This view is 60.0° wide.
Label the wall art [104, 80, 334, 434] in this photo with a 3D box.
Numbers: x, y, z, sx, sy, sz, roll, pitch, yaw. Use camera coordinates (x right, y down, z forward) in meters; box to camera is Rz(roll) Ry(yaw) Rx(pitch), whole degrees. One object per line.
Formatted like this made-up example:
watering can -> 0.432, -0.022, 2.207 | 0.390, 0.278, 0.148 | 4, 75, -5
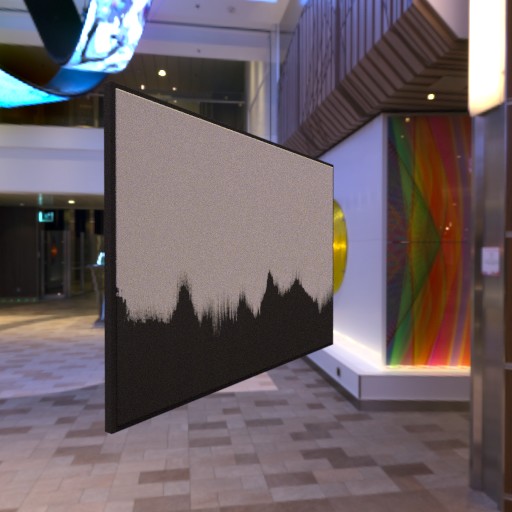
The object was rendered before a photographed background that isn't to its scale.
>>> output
wall art -> 0.000, 0.000, 1.503 | 0.028, 0.805, 1.190 | 0, 1, 35
